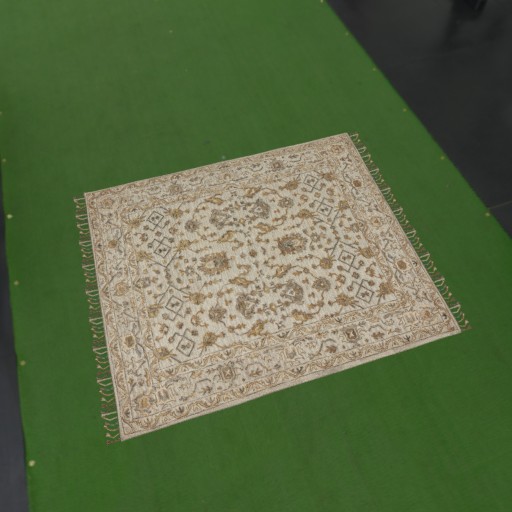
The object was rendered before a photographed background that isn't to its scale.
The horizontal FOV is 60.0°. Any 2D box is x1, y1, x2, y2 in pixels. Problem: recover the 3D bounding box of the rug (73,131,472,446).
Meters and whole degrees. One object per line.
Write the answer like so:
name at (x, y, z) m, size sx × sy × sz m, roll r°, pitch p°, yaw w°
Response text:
rug at (0.000, 0.000, 4.044) m, size 3.061 × 0.034 × 2.426 m, roll -15°, pitch 60°, yaw -9°
